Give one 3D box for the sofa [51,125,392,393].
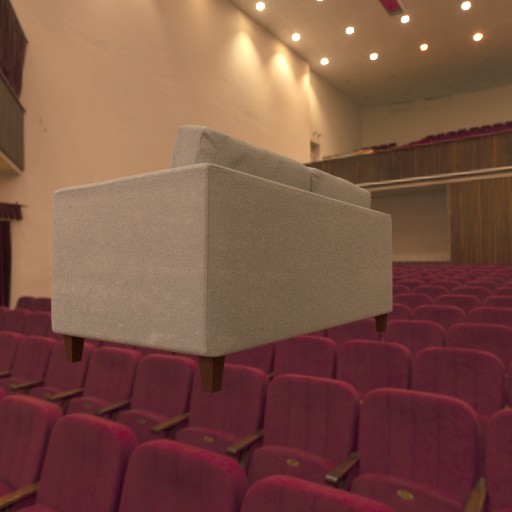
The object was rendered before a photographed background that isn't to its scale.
[{"bbox_3d":[0.000,0.000,2.451,0.950,0.963,1.884,-1,-2,35],"label":"sofa"}]
